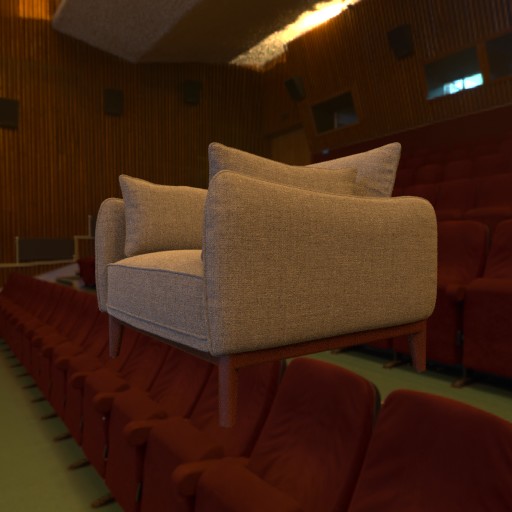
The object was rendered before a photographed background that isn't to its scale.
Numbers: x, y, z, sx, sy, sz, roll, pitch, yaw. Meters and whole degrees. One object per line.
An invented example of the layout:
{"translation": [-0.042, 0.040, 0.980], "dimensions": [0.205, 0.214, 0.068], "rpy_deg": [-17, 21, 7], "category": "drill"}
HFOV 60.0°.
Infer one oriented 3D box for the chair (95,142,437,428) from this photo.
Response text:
{"translation": [0.000, 0.000, 1.705], "dimensions": [0.976, 0.839, 0.993], "rpy_deg": [-1, 2, -36], "category": "chair"}
